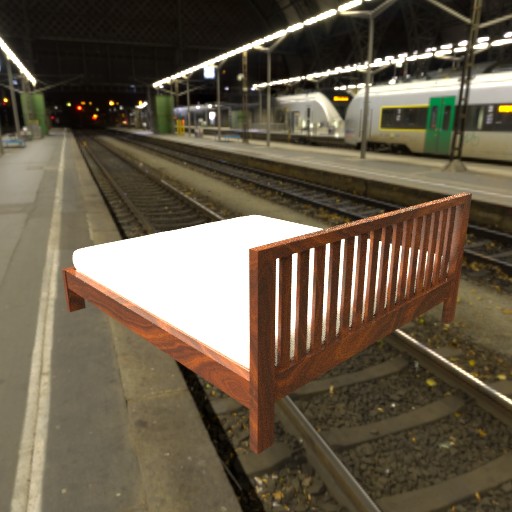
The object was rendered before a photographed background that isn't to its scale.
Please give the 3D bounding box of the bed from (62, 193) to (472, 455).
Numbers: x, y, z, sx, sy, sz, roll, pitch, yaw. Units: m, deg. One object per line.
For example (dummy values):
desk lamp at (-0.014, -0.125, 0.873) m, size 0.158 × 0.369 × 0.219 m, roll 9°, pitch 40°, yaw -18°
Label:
bed at (0.000, 0.000, 3.059) m, size 1.905 × 0.890 × 2.030 m, roll -16°, pitch 23°, yaw -41°
